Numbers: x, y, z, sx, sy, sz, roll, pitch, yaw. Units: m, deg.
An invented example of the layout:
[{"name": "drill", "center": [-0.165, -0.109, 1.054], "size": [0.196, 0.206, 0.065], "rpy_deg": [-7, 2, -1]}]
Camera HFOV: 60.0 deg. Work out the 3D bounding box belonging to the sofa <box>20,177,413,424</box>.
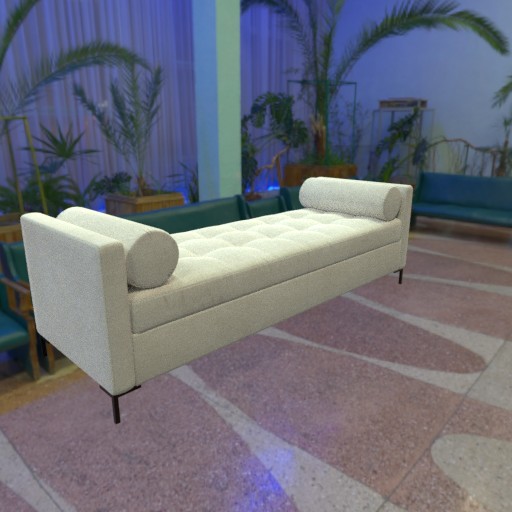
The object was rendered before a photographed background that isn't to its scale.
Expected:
[{"name": "sofa", "center": [0.000, 0.000, 2.280], "size": [1.981, 0.635, 0.686], "rpy_deg": [-16, 22, -43]}]
